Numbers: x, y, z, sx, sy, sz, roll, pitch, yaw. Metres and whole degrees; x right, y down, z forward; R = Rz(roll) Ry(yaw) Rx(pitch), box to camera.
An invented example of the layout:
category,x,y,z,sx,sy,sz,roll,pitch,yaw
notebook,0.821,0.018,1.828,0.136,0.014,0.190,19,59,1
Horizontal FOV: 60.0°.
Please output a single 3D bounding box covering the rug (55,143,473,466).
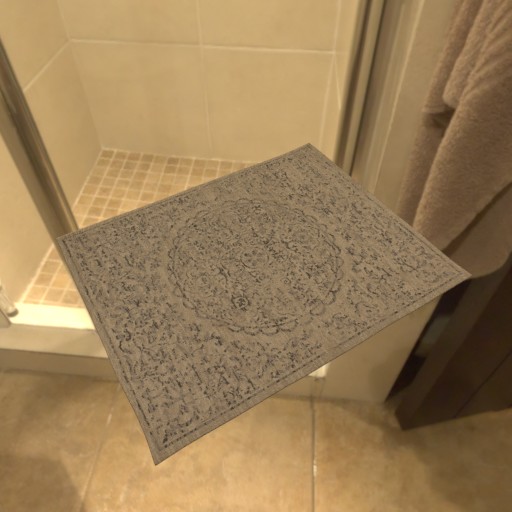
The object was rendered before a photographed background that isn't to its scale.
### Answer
category,x,y,z,sx,sy,sz,roll,pitch,yaw
rug,0.000,0.000,3.948,2.925,0.026,2.343,-25,52,-21
